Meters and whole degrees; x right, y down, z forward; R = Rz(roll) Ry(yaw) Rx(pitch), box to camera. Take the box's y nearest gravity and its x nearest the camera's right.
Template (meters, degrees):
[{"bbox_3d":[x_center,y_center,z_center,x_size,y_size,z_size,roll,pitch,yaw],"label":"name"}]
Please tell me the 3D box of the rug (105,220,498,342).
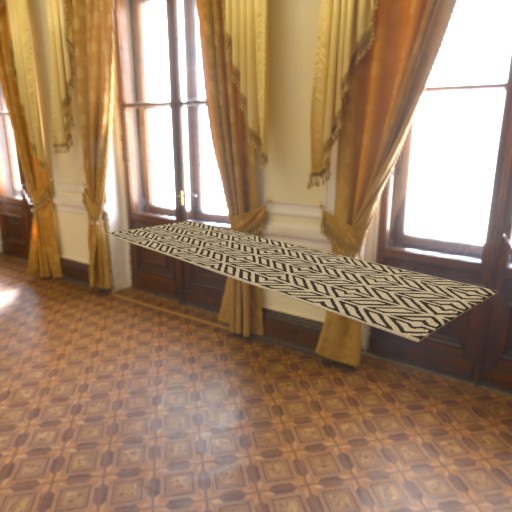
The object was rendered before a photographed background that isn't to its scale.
[{"bbox_3d":[0.000,0.000,2.629,0.750,0.009,2.435,-14,20,-41],"label":"rug"}]
